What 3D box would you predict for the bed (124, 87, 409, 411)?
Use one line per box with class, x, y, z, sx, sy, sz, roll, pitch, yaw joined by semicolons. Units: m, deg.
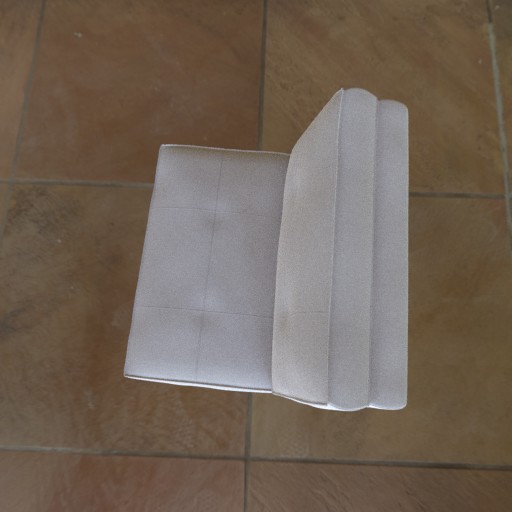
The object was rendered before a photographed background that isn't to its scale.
bed;0.000;0.000;1.314;0.749;0.614;0.799;5;75;1
